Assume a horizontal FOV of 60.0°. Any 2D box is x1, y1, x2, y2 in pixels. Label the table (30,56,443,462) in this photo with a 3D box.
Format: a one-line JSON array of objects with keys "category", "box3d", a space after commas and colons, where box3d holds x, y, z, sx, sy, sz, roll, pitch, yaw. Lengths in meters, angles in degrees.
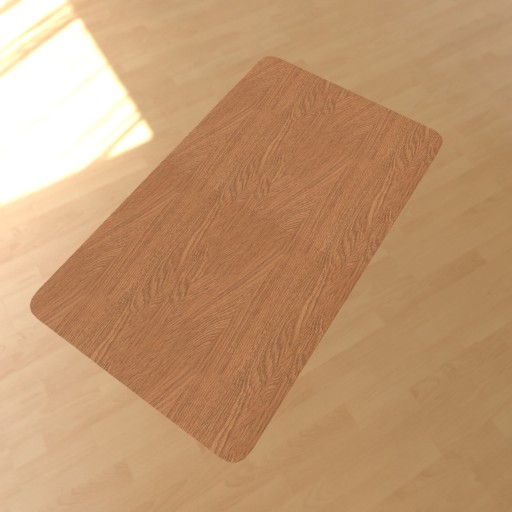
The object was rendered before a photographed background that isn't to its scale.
[{"category": "table", "box3d": [0.000, 0.000, 2.114, 0.950, 0.770, 1.600, 31, 68, 14]}]
